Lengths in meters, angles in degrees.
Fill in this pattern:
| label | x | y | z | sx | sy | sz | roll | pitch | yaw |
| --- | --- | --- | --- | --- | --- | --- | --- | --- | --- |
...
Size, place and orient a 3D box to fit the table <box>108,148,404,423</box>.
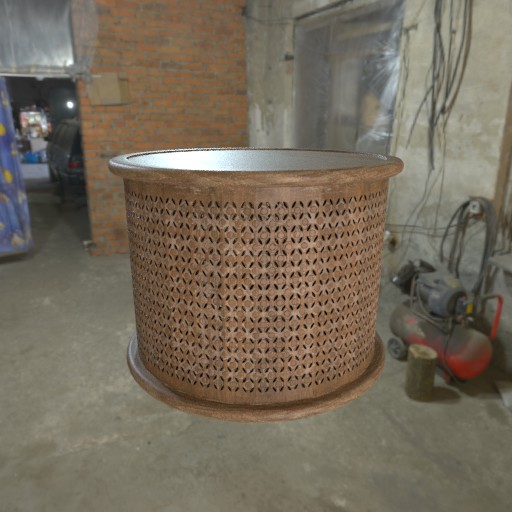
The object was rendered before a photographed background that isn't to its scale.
| label | x | y | z | sx | sy | sz | roll | pitch | yaw |
| --- | --- | --- | --- | --- | --- | --- | --- | --- | --- |
| table | 0.000 | 0.000 | 1.017 | 0.607 | 0.450 | 0.607 | 0 | 17 | 0 |
